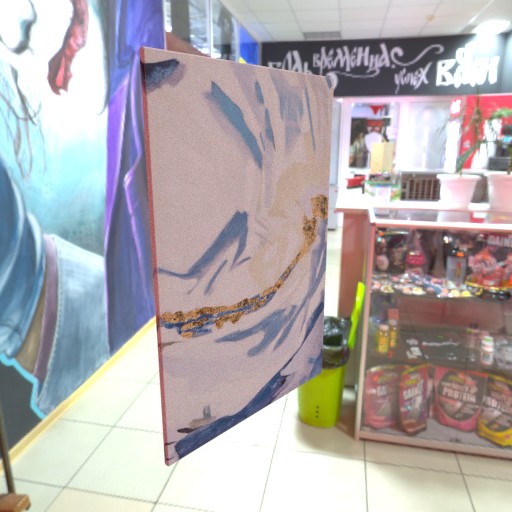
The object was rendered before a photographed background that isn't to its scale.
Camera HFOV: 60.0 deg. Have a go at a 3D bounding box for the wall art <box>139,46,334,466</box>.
[{"bbox_3d":[0.000,0.000,1.144,0.016,0.914,0.610,14,20,42],"label":"wall art"}]
